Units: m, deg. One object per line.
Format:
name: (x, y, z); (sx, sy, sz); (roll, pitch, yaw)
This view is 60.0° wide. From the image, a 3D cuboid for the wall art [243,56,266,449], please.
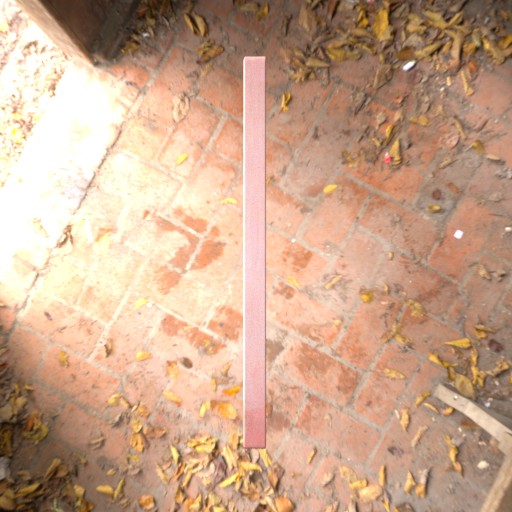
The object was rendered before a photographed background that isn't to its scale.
wall art: (0.000, 0.000, 1.146); (0.038, 0.914, 0.610); (0, 89, 0)
